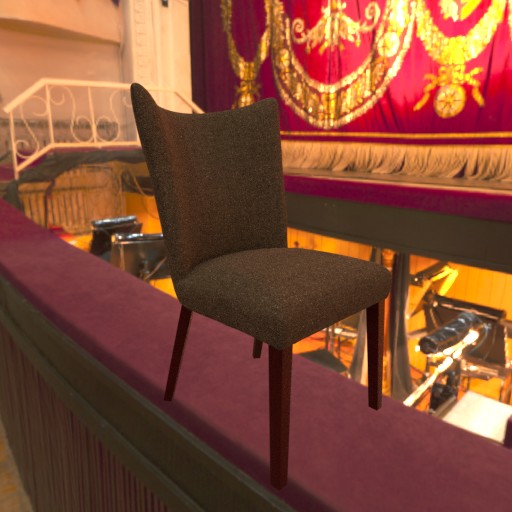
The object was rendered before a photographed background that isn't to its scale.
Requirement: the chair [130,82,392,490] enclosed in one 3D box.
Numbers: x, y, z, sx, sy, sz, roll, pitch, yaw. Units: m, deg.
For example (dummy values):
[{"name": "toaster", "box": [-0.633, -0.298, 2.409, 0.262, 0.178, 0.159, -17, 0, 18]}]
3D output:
[{"name": "chair", "box": [0.000, 0.000, 1.279, 0.623, 0.924, 0.535, 14, 20, 43]}]
